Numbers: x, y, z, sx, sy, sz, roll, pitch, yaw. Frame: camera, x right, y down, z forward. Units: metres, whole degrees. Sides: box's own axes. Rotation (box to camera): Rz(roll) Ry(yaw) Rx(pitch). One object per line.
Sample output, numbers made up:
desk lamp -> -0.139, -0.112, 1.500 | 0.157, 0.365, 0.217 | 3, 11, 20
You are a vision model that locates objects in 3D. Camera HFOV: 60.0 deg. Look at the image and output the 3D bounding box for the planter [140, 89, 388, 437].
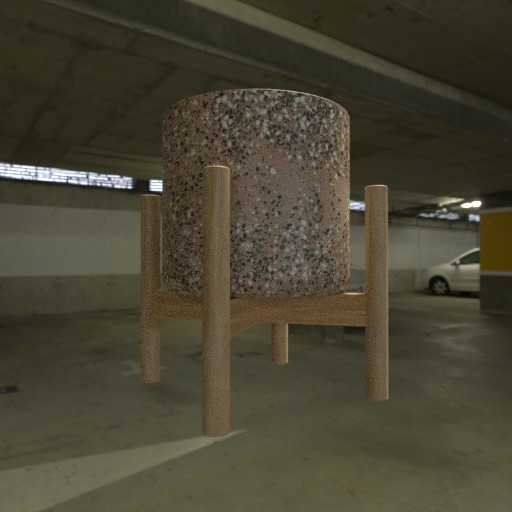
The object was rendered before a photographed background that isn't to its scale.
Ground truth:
planter -> 0.000, 0.000, 0.536 | 0.284, 0.320, 0.284 | 0, -1, 37
